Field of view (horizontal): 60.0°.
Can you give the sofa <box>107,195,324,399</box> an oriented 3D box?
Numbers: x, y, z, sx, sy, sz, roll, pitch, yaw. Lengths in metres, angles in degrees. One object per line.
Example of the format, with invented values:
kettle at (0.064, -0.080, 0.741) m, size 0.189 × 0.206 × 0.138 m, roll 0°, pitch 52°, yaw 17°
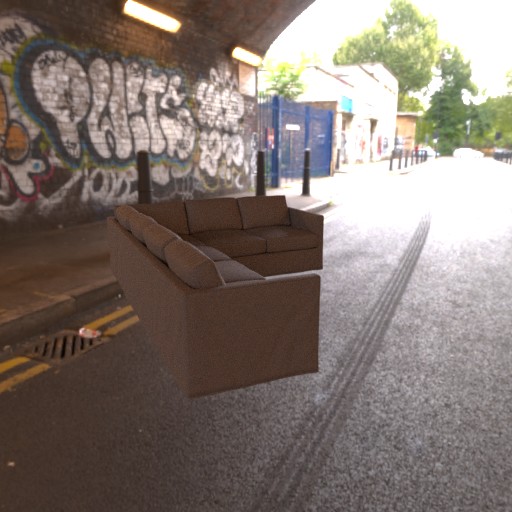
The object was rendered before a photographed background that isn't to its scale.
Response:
sofa at (0.000, 0.000, 4.425) m, size 2.432 × 0.871 × 3.182 m, roll -7°, pitch 15°, yaw -25°
